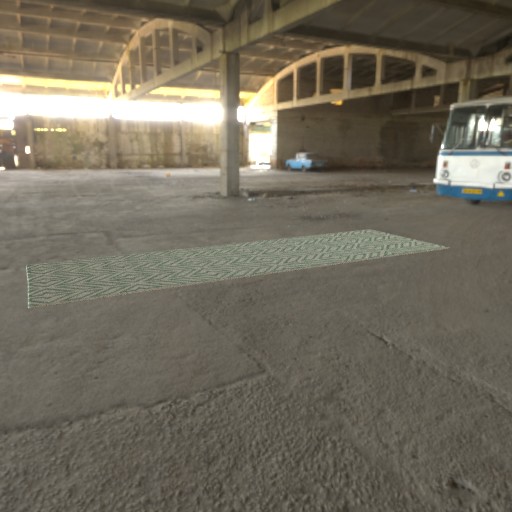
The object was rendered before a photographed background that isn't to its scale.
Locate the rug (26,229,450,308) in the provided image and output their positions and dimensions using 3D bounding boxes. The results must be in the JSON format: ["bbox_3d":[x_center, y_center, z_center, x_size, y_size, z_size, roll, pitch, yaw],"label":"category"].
[{"bbox_3d":[0.000,0.000,2.637,2.435,0.009,0.750,-7,15,-26],"label":"rug"}]
